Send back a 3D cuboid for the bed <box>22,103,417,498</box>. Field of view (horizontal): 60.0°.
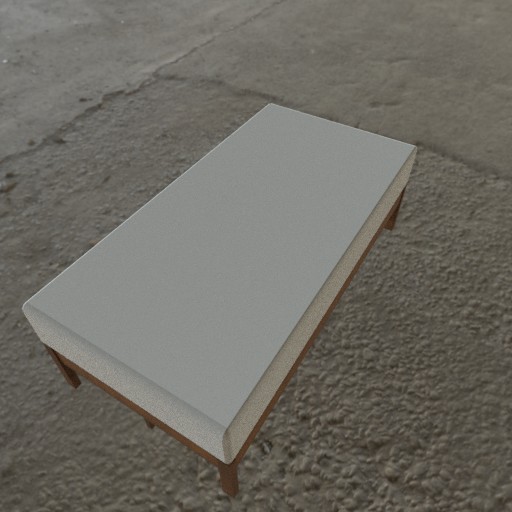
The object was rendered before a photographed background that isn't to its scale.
[{"bbox_3d":[0.000,0.000,2.295,0.961,0.616,1.902,24,51,21],"label":"bed"}]
